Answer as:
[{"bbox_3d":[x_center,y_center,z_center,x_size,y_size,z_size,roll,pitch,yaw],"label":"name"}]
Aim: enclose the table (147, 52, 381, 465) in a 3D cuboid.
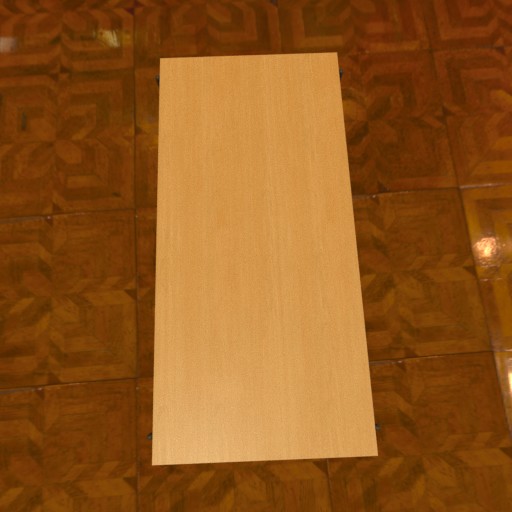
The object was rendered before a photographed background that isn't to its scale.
[{"bbox_3d":[0.000,0.000,2.269,0.900,0.758,1.800,-2,75,-1],"label":"table"}]
